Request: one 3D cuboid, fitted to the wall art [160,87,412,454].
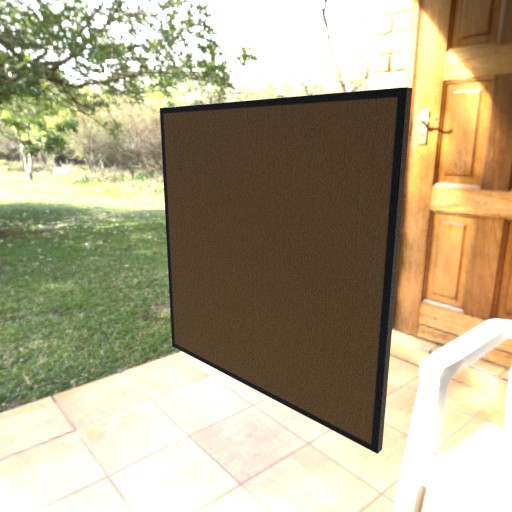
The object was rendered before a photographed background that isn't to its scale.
[{"bbox_3d":[0.000,0.000,1.207,0.805,0.803,0.022,14,20,42],"label":"wall art"}]
